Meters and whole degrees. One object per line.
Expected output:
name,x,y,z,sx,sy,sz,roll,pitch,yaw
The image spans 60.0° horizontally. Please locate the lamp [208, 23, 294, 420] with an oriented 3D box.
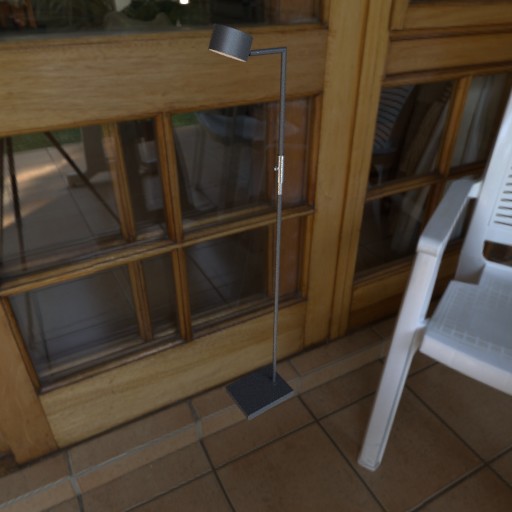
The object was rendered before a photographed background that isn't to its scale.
lamp,0.000,0.000,1.705,0.304,1.600,0.203,-20,38,-28
